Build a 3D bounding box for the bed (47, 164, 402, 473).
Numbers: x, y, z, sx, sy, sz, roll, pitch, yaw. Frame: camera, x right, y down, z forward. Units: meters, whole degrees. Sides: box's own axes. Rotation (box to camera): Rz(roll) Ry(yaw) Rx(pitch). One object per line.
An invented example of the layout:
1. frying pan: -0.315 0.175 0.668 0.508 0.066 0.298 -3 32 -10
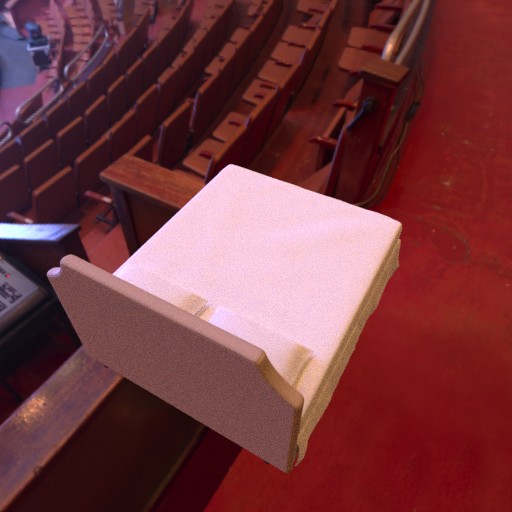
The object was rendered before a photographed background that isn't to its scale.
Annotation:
1. bed: 0.000 0.000 4.249 2.350 1.590 2.773 23 51 20
